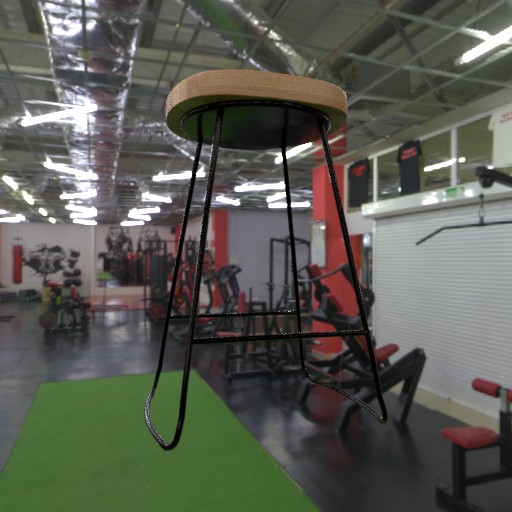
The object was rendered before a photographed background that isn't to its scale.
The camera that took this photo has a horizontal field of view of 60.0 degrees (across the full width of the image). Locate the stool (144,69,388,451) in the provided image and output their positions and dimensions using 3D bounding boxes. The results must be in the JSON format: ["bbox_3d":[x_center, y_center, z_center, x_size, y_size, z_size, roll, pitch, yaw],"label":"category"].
[{"bbox_3d":[0.000,0.000,0.988,0.480,0.679,0.401,0,-1,-18],"label":"stool"}]
